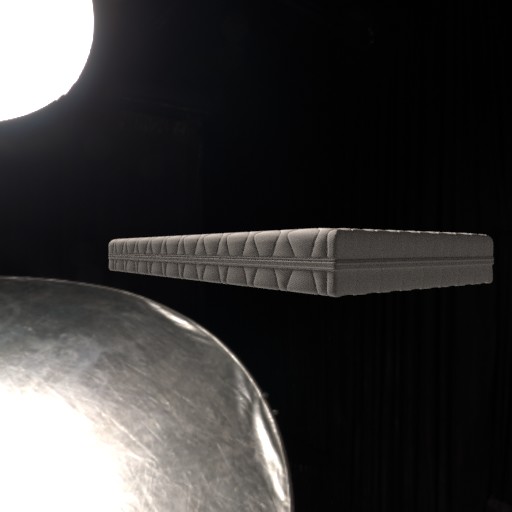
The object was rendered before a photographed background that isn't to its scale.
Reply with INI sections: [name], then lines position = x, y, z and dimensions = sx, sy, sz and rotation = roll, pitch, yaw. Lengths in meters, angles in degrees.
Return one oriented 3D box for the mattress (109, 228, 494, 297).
[mattress]
position = 0.000, 0.000, 2.310
dimensions = 0.900, 0.200, 2.000
rotation = -1, 1, -36
